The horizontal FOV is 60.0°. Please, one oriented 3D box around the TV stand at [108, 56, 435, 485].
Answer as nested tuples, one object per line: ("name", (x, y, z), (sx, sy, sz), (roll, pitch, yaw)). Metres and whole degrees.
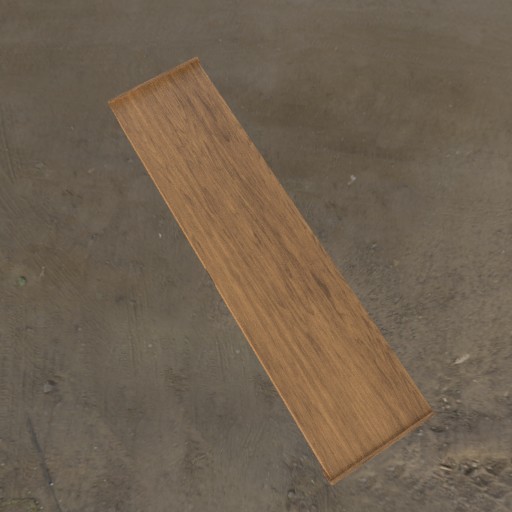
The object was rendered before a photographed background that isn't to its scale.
("TV stand", (0.000, 0.000, 1.982), (0.467, 0.415, 1.796), (-30, 77, -8))
